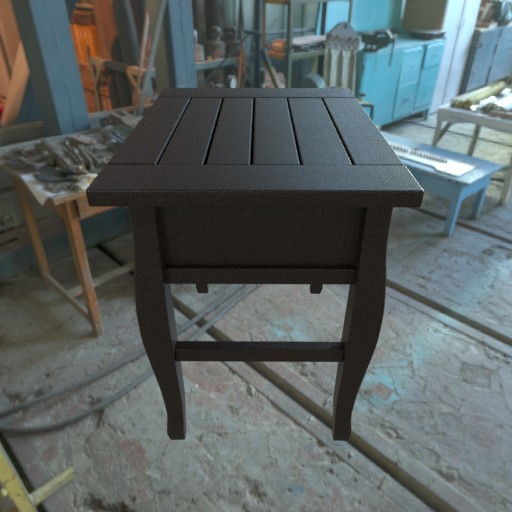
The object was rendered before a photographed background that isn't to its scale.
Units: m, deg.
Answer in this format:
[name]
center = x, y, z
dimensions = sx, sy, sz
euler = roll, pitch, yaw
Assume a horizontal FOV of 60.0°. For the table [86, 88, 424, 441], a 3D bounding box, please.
[table]
center = 0.000, 0.000, 1.015
dimensions = 0.460, 0.605, 0.602
euler = 0, 33, 0
